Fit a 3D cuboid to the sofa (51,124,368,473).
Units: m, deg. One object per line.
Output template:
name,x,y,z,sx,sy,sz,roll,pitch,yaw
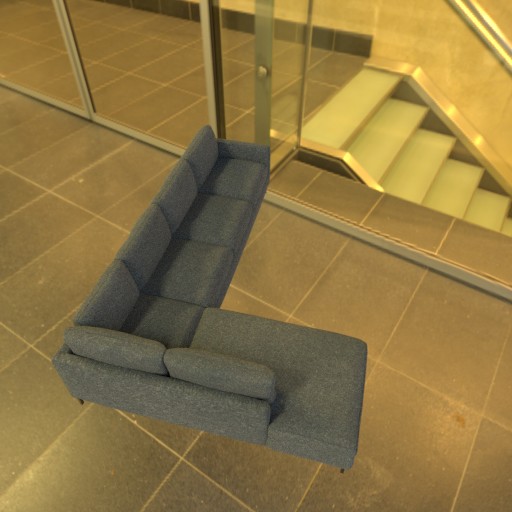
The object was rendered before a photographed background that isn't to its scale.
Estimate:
sofa,0.000,0.000,3.797,2.007,0.815,2.949,10,46,10
